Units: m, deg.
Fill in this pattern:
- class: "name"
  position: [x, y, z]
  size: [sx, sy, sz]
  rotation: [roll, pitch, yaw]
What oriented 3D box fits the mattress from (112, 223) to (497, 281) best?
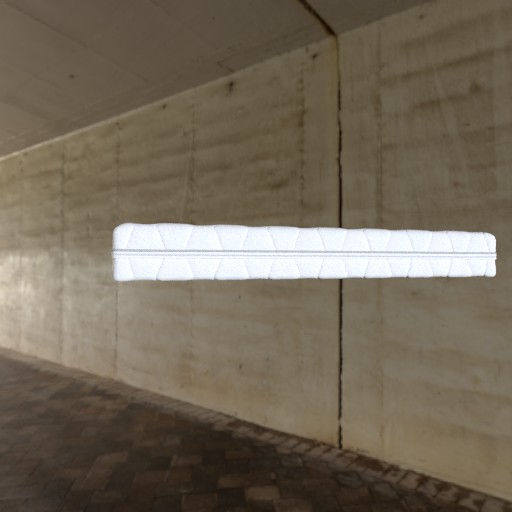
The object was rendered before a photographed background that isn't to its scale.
- class: "mattress"
  position: [0.000, 0.000, 2.585]
  size: [1.600, 0.200, 1.900]
  rotation: [0, -1, -18]
